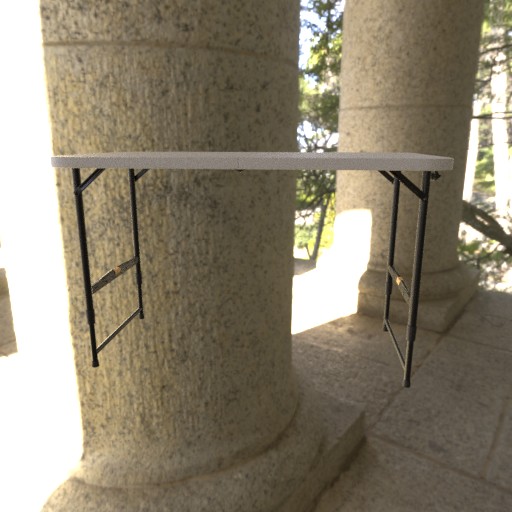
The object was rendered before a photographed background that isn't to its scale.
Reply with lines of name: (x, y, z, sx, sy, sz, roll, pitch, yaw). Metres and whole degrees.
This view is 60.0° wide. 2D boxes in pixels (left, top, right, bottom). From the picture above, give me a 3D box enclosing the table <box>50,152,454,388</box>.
table: (0.000, 0.000, 1.645, 1.245, 0.737, 0.611, 2, 15, 7)
